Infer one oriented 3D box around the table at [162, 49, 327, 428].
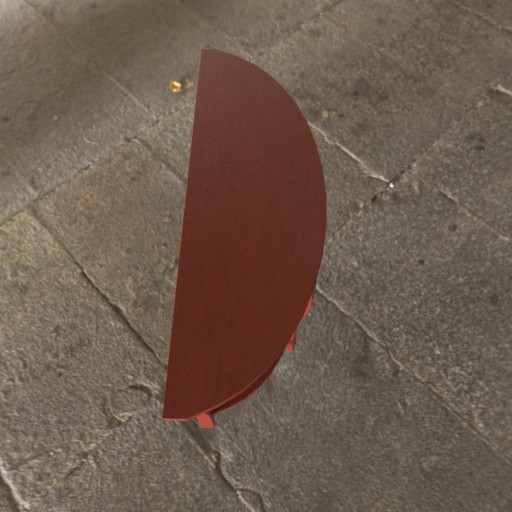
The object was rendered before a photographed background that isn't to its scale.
[{"bbox_3d":[0.000,0.000,1.620,0.405,0.779,1.219,1,64,0],"label":"table"}]
